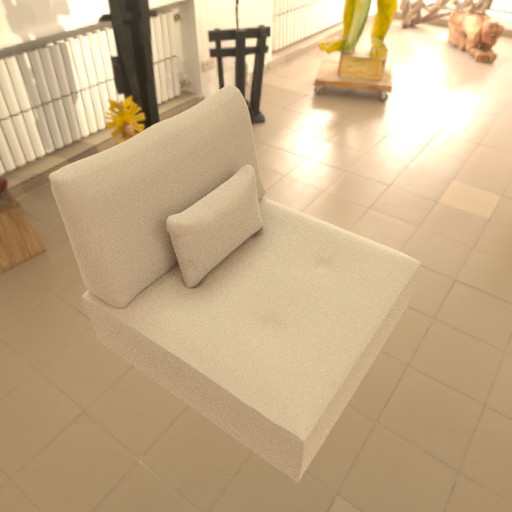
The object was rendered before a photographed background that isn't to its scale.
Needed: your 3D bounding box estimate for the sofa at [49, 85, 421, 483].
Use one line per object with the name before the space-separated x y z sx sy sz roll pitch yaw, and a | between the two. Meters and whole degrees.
sofa | 0.000 0.000 1.661 1.000 0.828 0.935 25 48 26
